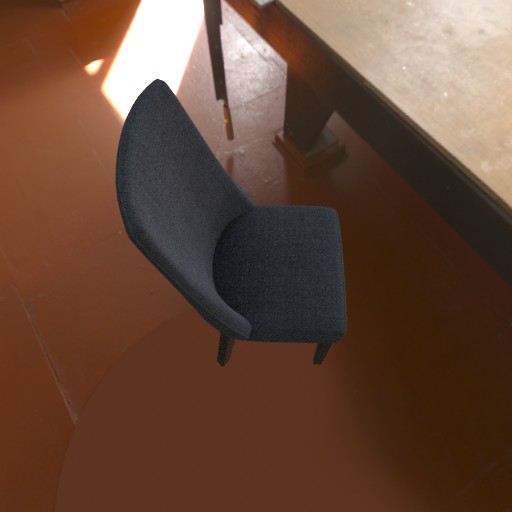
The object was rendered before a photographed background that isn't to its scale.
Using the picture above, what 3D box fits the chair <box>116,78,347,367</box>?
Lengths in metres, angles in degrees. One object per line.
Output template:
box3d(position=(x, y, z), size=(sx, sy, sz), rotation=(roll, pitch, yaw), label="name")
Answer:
box3d(position=(0.000, 0.000, 1.386), size=(0.577, 1.050, 0.510), rotation=(1, 63, 1), label="chair")
